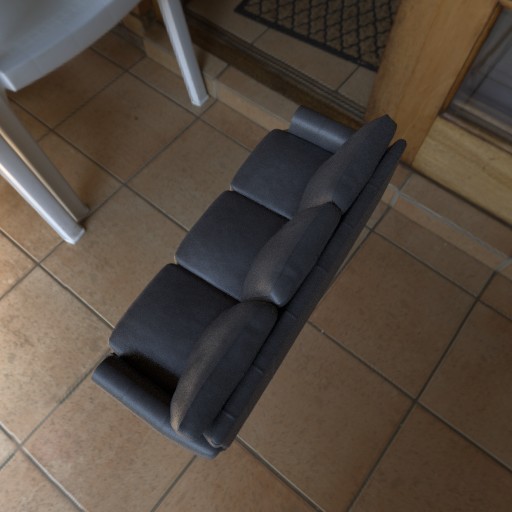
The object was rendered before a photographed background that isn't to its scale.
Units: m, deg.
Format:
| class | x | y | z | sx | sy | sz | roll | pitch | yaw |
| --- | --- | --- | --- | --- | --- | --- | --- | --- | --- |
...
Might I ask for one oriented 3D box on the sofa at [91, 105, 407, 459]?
| class | x | y | z | sx | sy | sz | roll | pitch | yaw |
| --- | --- | --- | --- | --- | --- | --- | --- | --- | --- |
| sofa | 0.000 | 0.000 | 2.900 | 0.974 | 0.977 | 2.387 | 30 | 69 | 13 |
